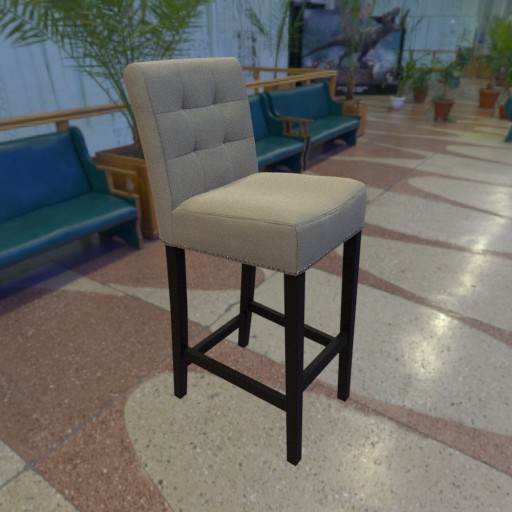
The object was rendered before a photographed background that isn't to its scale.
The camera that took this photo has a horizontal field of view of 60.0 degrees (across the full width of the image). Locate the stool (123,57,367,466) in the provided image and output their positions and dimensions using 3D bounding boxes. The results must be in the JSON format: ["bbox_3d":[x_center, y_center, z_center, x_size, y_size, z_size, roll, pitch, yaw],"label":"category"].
[{"bbox_3d":[0.000,0.000,1.304,0.548,1.047,0.411,18,32,32],"label":"stool"}]
